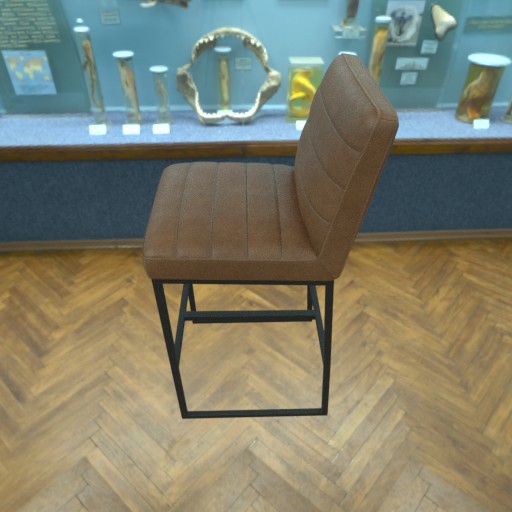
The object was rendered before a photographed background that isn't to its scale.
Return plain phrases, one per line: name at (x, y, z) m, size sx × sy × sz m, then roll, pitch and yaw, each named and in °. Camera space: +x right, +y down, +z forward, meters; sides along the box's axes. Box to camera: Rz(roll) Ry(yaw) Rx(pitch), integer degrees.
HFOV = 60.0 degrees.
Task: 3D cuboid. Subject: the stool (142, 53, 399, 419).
stool at (0.000, 0.000, 1.319) m, size 0.556 × 1.040 × 0.458 m, roll -1°, pitch 40°, yaw -1°
